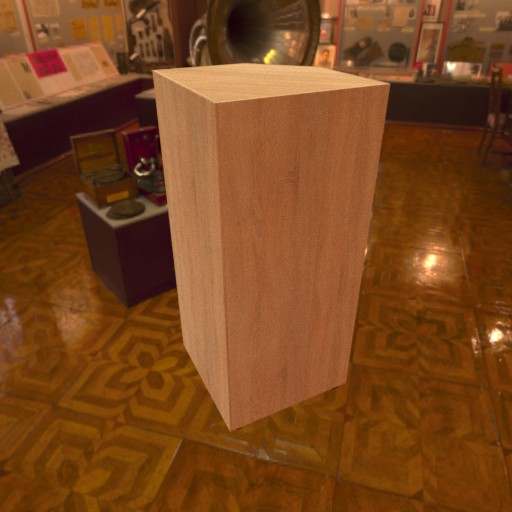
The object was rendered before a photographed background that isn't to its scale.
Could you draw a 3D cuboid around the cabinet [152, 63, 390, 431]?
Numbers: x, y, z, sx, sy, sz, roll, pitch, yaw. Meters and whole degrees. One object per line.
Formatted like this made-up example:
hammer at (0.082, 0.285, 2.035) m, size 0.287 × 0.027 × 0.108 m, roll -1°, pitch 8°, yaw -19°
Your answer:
cabinet at (0.000, 0.000, 2.833) m, size 1.327 × 2.120 × 1.094 m, roll 10°, pitch 33°, yaw 15°
